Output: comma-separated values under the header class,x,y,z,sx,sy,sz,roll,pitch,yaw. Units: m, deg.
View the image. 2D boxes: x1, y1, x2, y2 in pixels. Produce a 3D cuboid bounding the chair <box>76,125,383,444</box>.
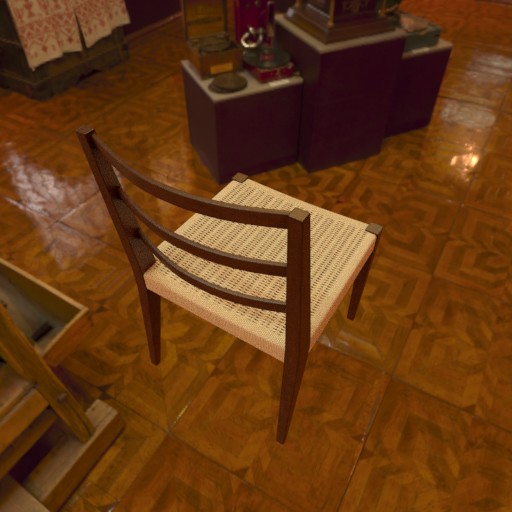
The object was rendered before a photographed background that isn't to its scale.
class,x,y,z,sx,sy,sz,roll,pitch,yaw
chair,0.000,0.000,1.146,0.480,0.813,0.551,24,50,22
